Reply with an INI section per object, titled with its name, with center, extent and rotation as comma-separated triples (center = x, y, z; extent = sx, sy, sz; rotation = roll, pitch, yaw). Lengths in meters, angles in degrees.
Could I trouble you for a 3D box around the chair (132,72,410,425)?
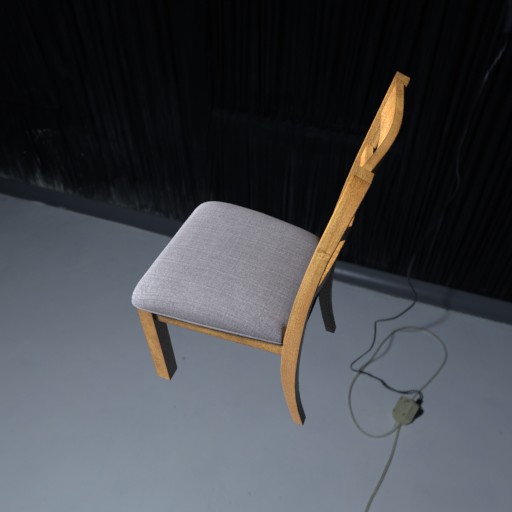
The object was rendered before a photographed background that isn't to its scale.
[chair]
center = 0.000, 0.000, 1.233
extent = 0.581, 0.949, 0.470
rotation = 16, 48, 15
